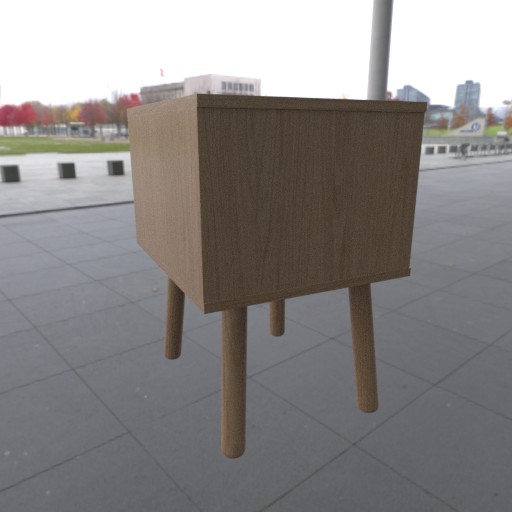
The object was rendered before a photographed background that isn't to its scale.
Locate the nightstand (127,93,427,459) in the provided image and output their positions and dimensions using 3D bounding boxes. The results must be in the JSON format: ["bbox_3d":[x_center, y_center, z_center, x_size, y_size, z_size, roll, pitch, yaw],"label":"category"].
[{"bbox_3d":[0.000,0.000,0.889,0.380,0.571,0.450,-8,18,-25],"label":"nightstand"}]
